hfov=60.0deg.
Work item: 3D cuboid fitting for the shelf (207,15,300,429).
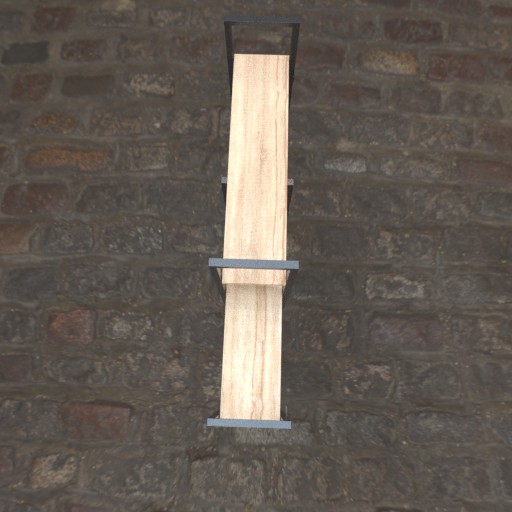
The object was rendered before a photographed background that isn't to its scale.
[{"bbox_3d":[0.000,0.000,1.379,0.183,0.921,0.946,2,74,0],"label":"shelf"}]
